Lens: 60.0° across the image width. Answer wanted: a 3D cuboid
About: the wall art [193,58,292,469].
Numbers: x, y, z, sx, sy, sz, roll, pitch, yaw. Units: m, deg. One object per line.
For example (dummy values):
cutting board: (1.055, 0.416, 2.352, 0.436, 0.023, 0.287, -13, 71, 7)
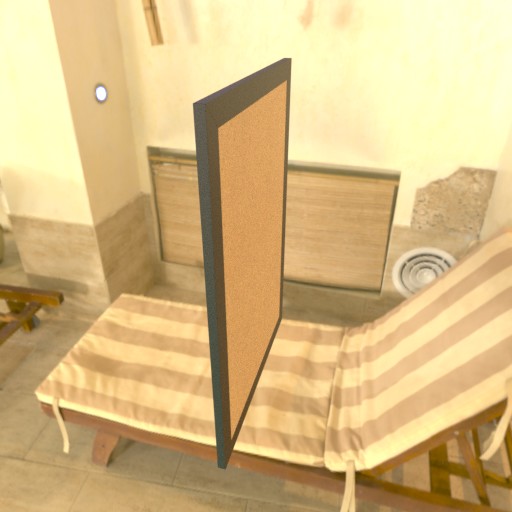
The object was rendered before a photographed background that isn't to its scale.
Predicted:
wall art: (0.000, 0.000, 0.697, 0.013, 0.534, 0.381, 8, 31, 14)
